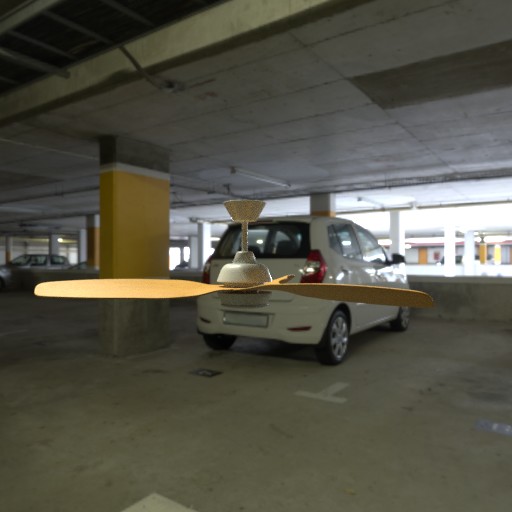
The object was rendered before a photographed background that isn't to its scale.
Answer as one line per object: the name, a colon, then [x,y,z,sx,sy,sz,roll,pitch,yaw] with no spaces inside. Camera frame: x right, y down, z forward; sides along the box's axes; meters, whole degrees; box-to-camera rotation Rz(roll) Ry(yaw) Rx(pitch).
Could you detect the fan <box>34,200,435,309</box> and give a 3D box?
fan: [0.000,0.000,1.637,1.142,0.355,1.010,0,-1,17]
